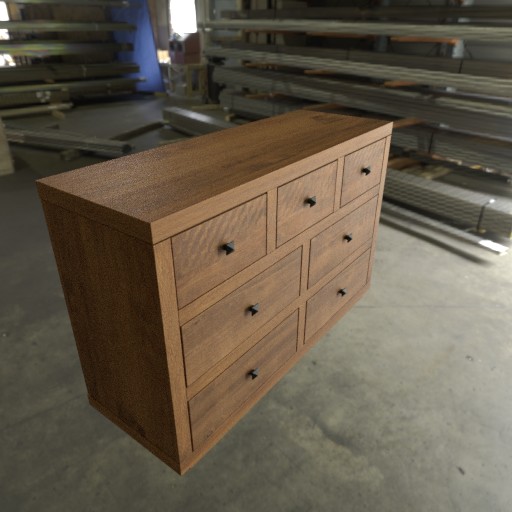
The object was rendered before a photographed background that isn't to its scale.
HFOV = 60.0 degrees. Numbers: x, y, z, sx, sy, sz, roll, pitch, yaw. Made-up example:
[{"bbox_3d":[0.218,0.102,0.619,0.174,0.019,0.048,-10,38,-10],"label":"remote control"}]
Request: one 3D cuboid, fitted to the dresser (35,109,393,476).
[{"bbox_3d":[0.000,0.000,1.645,0.479,0.825,1.261,20,34,32],"label":"dresser"}]
